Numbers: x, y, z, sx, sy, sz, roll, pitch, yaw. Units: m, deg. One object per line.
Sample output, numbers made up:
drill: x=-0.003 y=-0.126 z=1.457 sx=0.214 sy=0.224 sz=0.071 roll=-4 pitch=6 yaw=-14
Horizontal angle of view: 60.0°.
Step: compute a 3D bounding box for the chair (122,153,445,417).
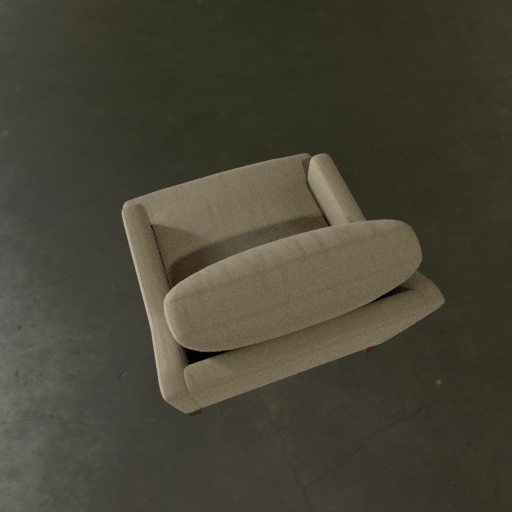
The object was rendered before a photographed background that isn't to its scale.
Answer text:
chair: x=0.000 y=0.000 z=1.725 sx=0.912 sy=0.916 sz=1.001 roll=-17 pitch=59 yaw=-10
